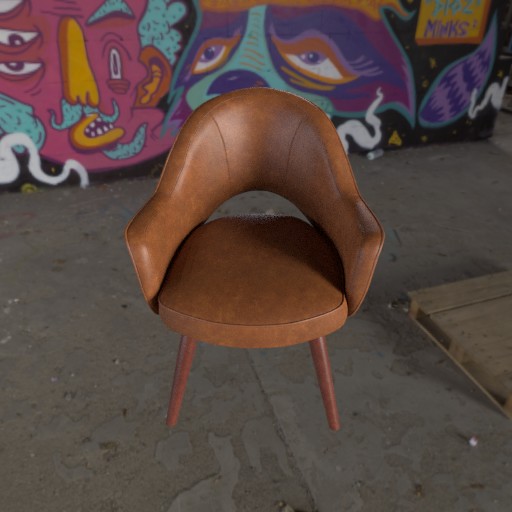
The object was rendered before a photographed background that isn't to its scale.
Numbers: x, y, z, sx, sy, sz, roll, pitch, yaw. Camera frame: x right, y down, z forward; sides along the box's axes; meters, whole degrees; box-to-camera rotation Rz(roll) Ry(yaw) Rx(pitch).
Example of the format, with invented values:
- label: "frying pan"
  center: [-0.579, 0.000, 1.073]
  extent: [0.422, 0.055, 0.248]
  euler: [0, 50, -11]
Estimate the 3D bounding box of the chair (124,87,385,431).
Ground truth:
- label: "chair"
  center: [0.000, 0.000, 1.232]
  extent: [0.591, 0.777, 0.640]
  euler: [1, 31, 1]
